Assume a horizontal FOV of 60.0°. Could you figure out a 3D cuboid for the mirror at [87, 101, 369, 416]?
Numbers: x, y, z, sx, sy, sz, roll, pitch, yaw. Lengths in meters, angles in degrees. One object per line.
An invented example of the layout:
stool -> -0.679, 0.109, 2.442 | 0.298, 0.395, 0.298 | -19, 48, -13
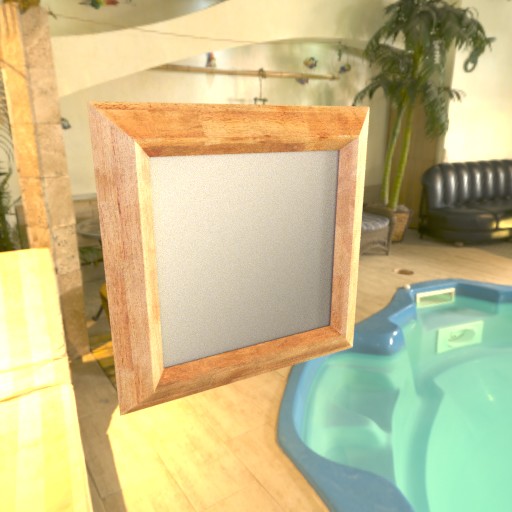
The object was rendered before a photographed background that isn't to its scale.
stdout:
mirror -> 0.000, 0.000, 1.003 | 0.651, 0.651, 0.047 | -9, 19, -27
